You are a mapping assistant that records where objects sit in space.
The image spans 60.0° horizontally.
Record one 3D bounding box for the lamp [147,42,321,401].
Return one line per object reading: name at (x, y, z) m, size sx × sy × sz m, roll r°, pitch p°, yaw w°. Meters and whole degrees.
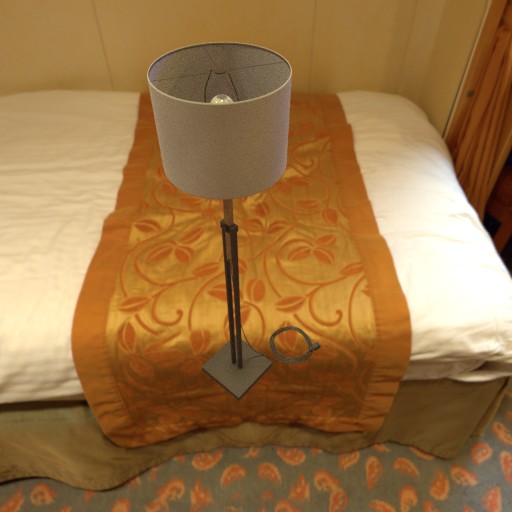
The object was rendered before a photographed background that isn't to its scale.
lamp at (0.000, 0.000, 1.890) m, size 0.474 × 1.650 × 0.639 m, roll 32°, pitch 54°, yaw 27°
